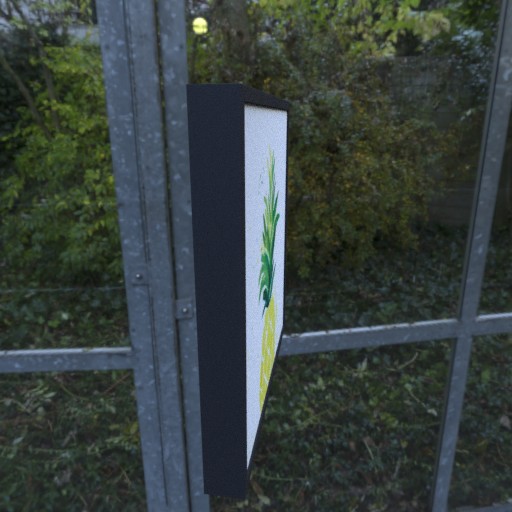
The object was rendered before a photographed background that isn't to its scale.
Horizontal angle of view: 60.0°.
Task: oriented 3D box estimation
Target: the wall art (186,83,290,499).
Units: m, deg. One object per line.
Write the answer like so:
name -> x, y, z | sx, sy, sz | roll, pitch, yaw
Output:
wall art -> 0.000, 0.000, 0.448 | 0.033, 0.304, 0.305 | 3, 17, 9
